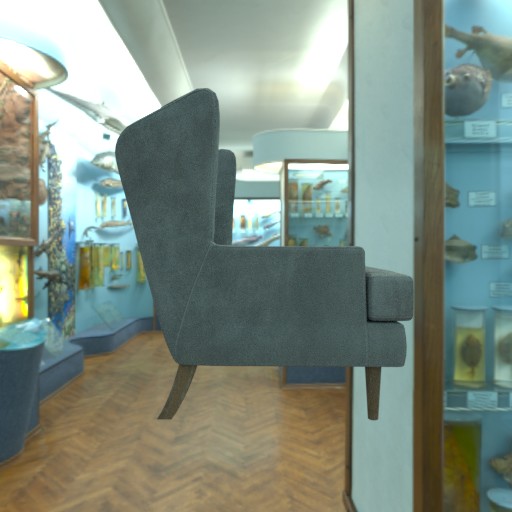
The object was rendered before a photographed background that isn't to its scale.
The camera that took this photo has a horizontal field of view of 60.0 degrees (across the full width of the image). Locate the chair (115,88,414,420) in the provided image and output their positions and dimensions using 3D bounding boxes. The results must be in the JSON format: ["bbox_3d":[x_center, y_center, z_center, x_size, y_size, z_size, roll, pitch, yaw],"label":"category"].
[{"bbox_3d":[0.000,0.000,1.619,0.906,0.950,0.784,0,0,1],"label":"chair"}]
